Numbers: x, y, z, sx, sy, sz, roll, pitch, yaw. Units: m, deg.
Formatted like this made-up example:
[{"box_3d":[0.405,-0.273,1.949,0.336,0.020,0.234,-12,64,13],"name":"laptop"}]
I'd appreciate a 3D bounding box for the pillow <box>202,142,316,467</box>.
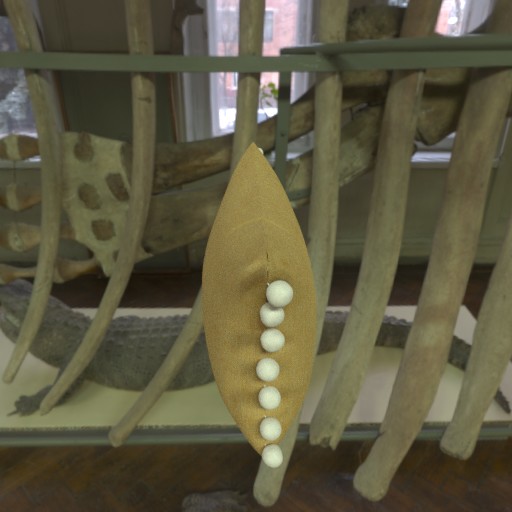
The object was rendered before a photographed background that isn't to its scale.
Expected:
[{"box_3d":[0.000,0.000,0.834,0.201,0.322,0.709,-1,26,-2],"name":"pillow"}]
